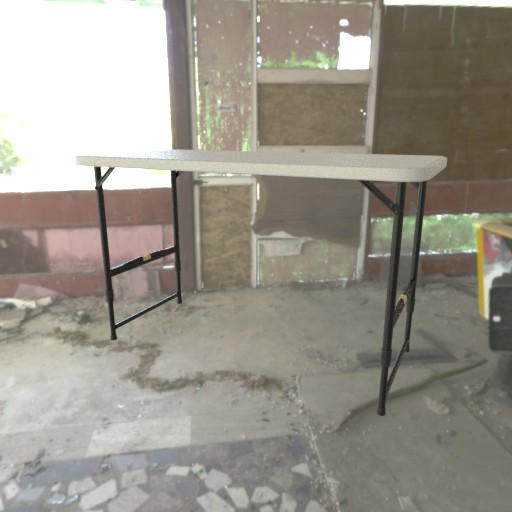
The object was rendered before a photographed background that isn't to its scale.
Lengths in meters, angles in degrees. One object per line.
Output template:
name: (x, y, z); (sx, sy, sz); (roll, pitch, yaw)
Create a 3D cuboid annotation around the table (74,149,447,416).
table: (0.000, 0.000, 1.667); (1.219, 0.737, 0.610); (8, 18, 26)
